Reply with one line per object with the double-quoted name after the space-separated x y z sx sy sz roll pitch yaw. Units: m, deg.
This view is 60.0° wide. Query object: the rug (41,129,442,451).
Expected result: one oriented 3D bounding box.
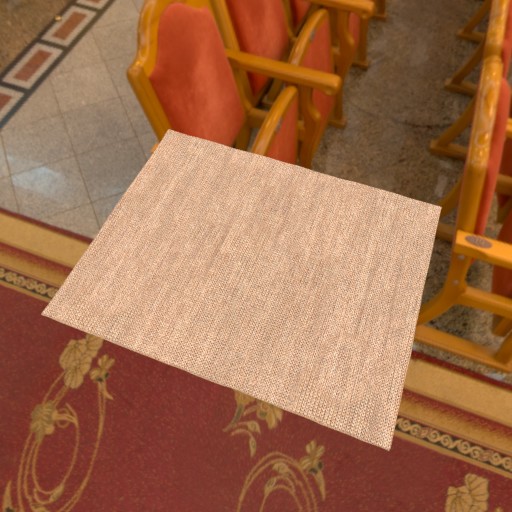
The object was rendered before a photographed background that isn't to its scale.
0.000 0.000 4.123 3.052 0.030 2.429 18 60 11 "rug"
